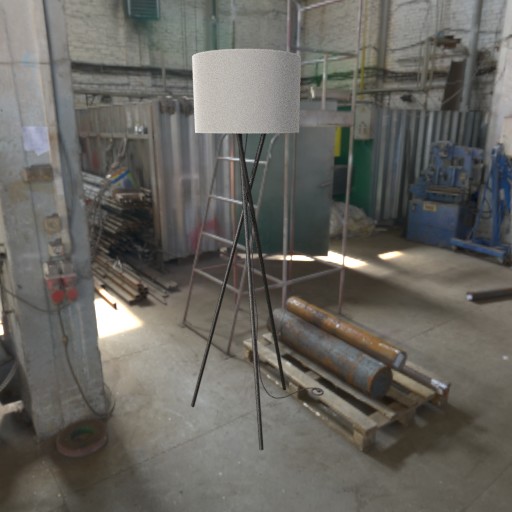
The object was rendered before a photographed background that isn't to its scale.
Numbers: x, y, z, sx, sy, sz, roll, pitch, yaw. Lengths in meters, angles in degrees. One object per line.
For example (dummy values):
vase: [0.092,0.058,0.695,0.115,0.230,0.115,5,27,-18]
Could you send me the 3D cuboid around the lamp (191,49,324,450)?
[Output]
lamp: [0.000,0.000,1.961,0.667,1.624,0.522,2,16,7]
